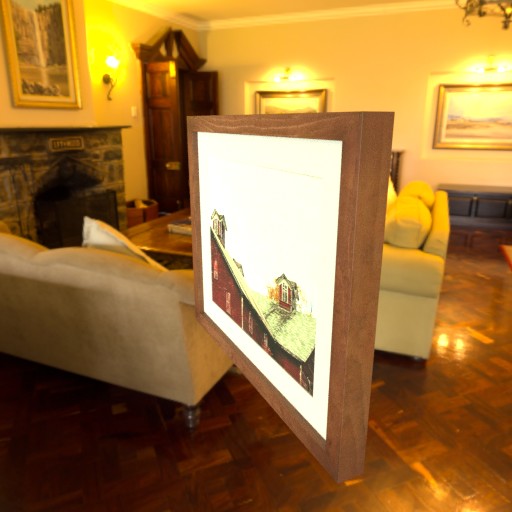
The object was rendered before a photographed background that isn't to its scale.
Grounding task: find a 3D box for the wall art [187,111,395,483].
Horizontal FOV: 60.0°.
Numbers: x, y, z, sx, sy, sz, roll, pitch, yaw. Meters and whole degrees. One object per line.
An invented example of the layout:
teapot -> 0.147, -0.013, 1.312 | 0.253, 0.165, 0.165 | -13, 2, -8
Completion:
wall art -> 0.000, 0.000, 0.541 | 0.030, 0.328, 0.401 | -8, 19, -25
